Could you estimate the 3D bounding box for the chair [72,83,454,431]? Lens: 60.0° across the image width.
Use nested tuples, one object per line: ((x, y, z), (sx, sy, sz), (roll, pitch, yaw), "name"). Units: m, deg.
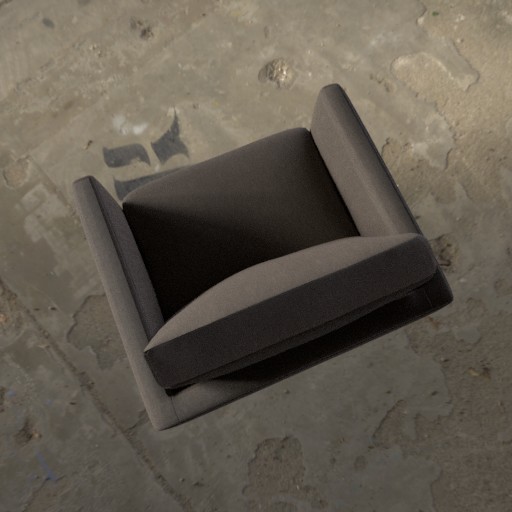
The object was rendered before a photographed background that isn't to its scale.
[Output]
((0.000, 0.000, 1.798), (1.107, 0.963, 0.959), (-22, 77, -5), "chair")
